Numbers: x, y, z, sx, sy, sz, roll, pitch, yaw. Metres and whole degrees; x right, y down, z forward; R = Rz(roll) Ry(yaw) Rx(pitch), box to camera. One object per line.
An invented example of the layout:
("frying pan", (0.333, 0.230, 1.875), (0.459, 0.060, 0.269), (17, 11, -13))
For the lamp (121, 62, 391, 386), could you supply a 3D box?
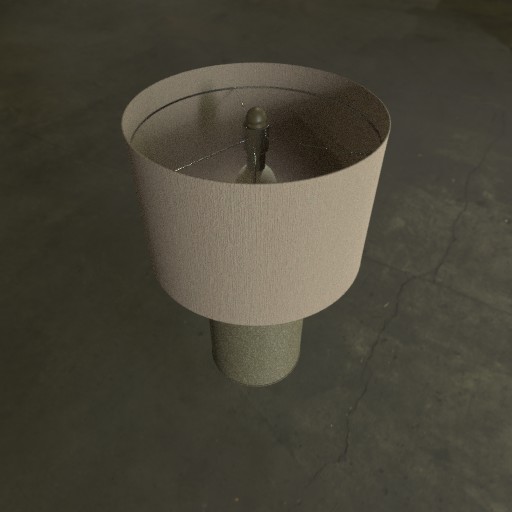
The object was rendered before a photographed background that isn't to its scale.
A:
("lamp", (0.000, 0.000, 0.698), (0.318, 0.486, 0.318), (0, 43, 0))
